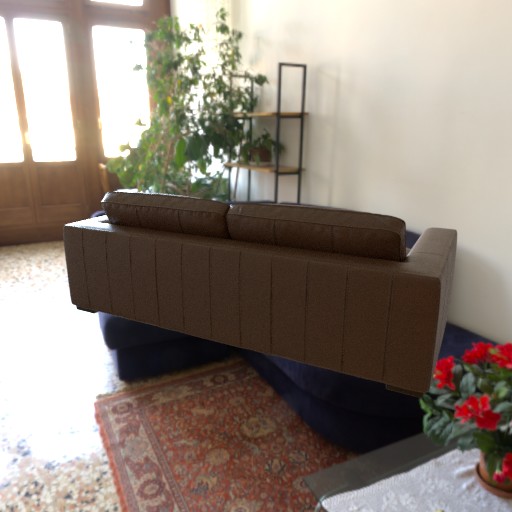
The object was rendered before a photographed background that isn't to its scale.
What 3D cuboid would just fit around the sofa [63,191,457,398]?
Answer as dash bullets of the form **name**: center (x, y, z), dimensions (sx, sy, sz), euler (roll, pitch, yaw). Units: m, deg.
- **sofa**: center (0.000, 0.000, 2.802), dimensions (2.262, 0.801, 1.070), euler (8, 18, 26)
